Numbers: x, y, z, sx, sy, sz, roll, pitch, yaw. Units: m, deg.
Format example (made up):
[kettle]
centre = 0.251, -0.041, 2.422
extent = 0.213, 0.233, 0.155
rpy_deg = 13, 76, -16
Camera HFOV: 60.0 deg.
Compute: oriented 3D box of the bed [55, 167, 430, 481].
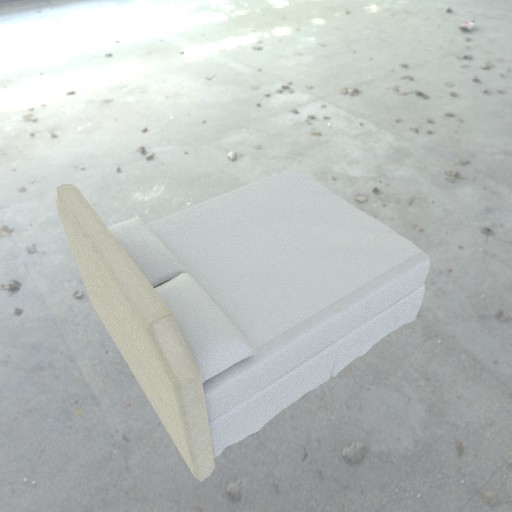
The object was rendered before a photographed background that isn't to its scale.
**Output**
[bed]
centre = 0.000, 0.000, 3.275
extent = 2.164, 1.297, 1.828
rpy_deg = -26, 48, -26
